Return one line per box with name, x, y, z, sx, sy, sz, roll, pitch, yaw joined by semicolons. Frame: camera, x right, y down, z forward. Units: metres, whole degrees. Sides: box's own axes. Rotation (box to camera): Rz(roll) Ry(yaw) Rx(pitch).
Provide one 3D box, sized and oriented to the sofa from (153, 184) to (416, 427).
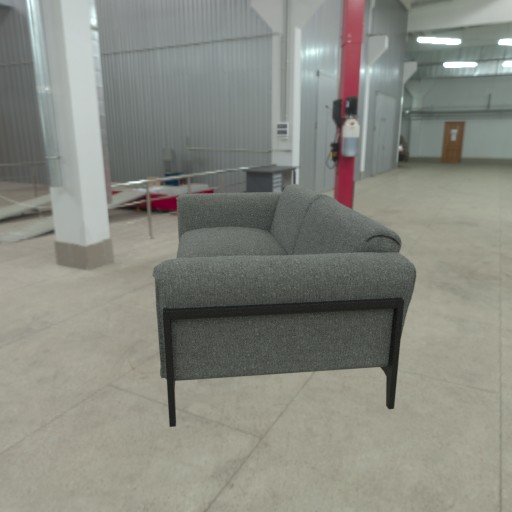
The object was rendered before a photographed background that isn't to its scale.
sofa;0.000;0.000;2.607;0.985;0.703;2.125;-2;15;-7
